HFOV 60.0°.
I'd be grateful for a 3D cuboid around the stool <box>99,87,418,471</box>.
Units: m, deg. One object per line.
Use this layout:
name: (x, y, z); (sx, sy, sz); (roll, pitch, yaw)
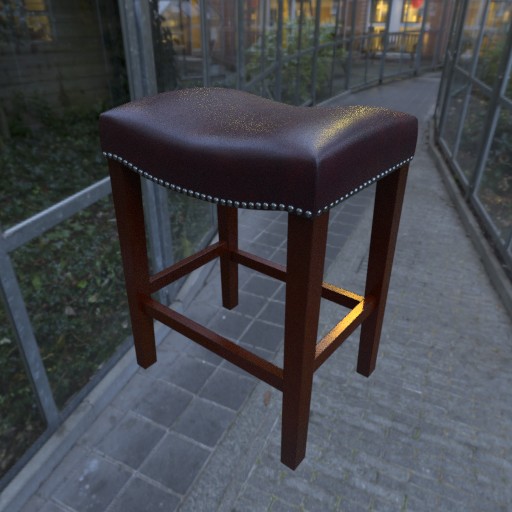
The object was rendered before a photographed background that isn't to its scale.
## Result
stool: (0.000, 0.000, 0.980); (0.504, 0.657, 0.372); (21, 35, 33)
